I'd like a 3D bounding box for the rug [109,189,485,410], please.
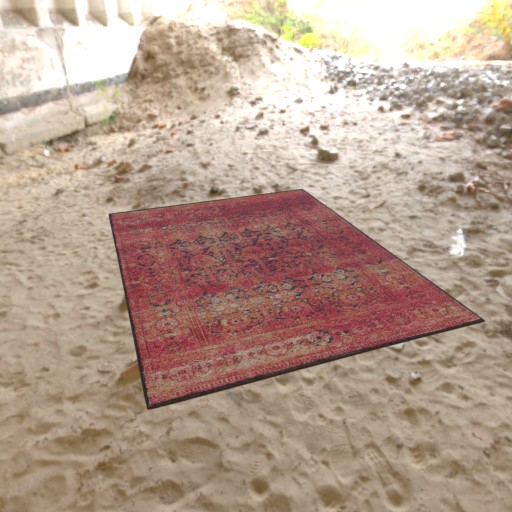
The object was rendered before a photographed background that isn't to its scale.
[{"bbox_3d":[0.000,0.000,4.082,2.411,0.020,3.032,-10,29,-18],"label":"rug"}]
